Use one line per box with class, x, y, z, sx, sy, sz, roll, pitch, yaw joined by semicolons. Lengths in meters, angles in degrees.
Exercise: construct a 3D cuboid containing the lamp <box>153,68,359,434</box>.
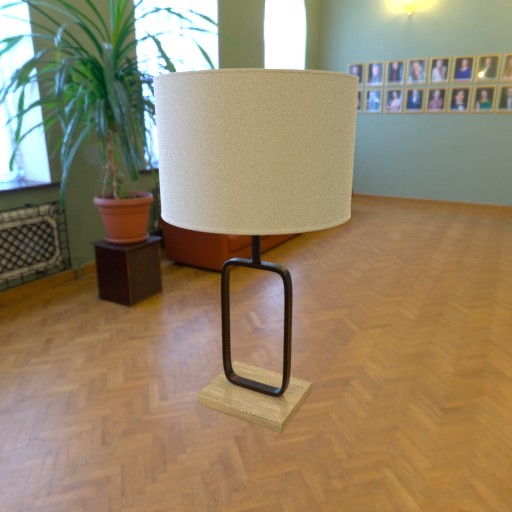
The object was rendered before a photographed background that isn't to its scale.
lamp;0.000;0.000;0.686;0.279;0.508;0.279;9;19;27
